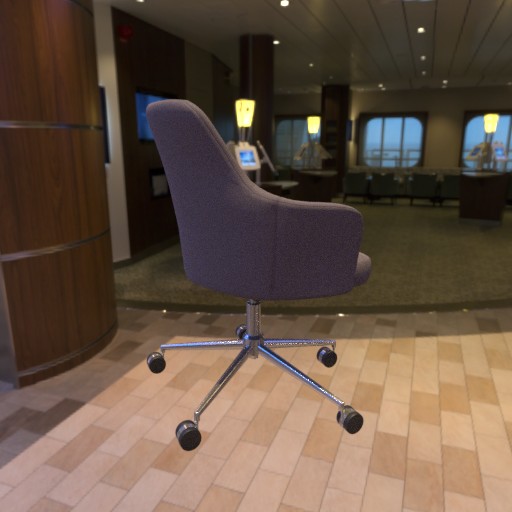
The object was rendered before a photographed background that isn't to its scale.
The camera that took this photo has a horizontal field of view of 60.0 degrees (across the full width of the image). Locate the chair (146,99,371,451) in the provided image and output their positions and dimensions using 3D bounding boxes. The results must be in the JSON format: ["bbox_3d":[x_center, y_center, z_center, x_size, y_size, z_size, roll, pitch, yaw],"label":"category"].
[{"bbox_3d":[0.000,0.000,1.270,0.600,0.820,0.655,-7,16,-25],"label":"chair"}]
